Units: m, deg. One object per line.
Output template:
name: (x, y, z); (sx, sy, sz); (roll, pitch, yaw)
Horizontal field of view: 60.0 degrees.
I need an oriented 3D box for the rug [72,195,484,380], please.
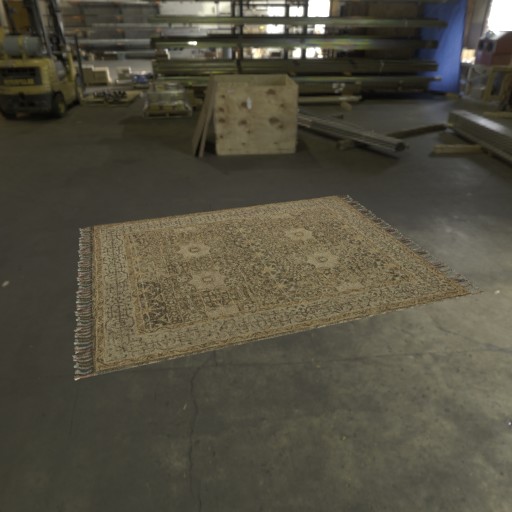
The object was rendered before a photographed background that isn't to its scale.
rug: (0.000, 0.000, 4.300); (3.291, 0.017, 2.431); (-9, 30, -16)
